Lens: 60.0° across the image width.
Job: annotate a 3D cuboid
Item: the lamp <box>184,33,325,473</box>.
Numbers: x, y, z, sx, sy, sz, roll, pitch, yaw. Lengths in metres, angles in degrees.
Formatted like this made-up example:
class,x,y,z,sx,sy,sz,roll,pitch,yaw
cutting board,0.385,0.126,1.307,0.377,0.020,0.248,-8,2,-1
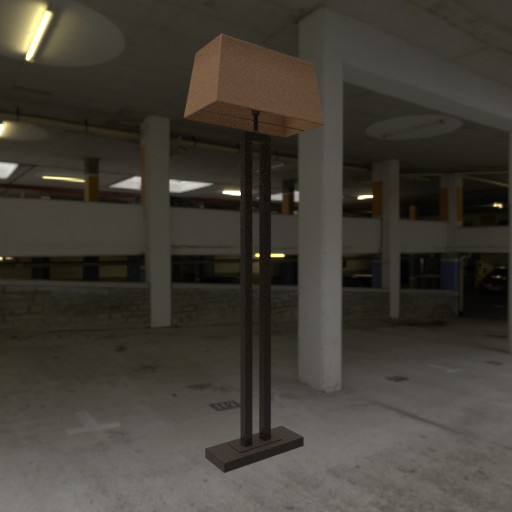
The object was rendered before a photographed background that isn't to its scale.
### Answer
class,x,y,z,sx,sy,sz,roll,pitch,yaw
lamp,0.000,0.000,1.649,0.475,1.469,0.233,-1,1,-35
